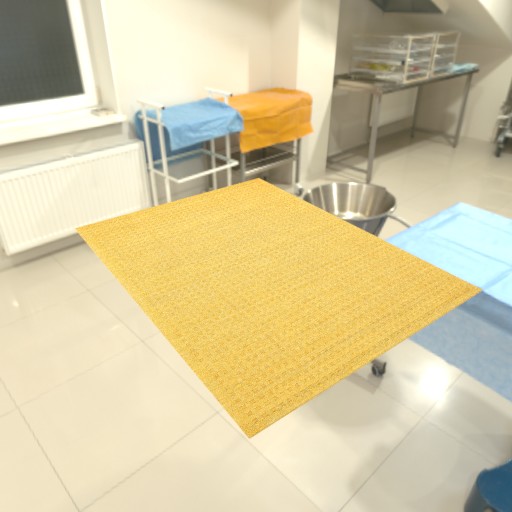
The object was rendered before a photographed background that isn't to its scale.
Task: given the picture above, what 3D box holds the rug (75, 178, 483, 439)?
[{"bbox_3d":[0.000,0.000,4.326,2.486,0.015,3.242,-21,37,-30],"label":"rug"}]
